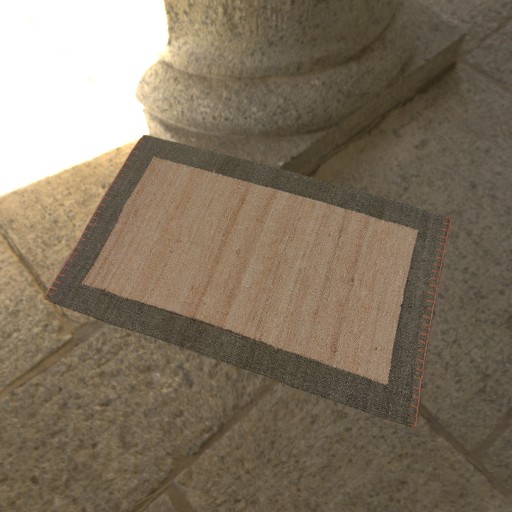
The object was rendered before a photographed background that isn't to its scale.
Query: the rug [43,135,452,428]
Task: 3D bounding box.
[{"bbox_3d":[0.000,0.000,3.015,2.435,0.006,1.521,17,64,9],"label":"rug"}]
